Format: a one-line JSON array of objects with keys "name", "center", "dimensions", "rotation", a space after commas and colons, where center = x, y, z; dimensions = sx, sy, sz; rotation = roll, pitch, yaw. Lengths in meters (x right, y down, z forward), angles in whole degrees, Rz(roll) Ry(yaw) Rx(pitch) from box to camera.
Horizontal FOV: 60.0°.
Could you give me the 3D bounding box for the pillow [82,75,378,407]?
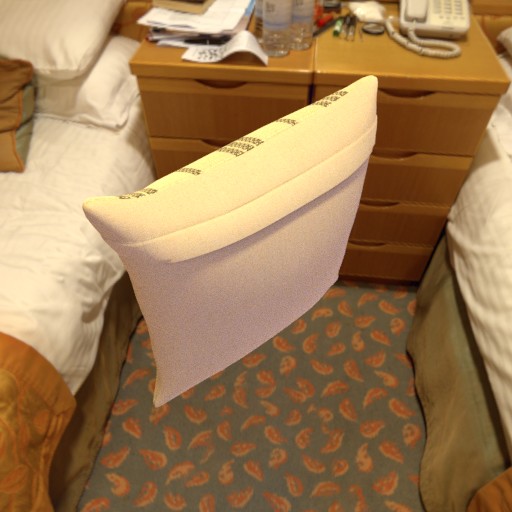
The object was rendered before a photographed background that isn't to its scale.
[{"name": "pillow", "center": [0.000, 0.000, 0.626], "dimensions": [0.405, 0.406, 0.173], "rotation": [-31, 54, -26]}]
